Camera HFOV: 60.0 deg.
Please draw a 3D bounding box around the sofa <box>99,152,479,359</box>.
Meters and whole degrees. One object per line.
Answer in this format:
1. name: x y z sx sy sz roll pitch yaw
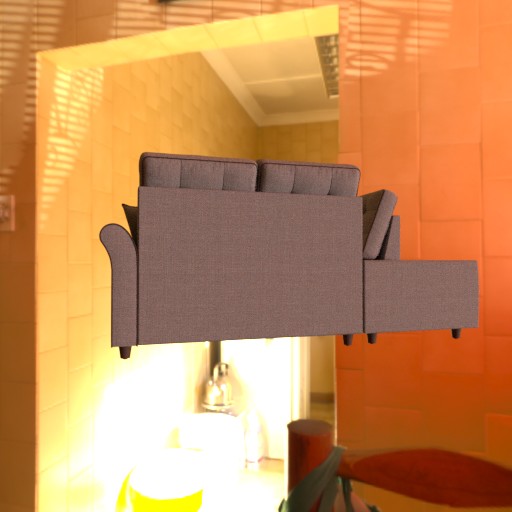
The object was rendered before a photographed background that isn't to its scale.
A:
1. sofa: 0.000 0.000 3.243 2.070 0.988 2.068 0 -1 -17
